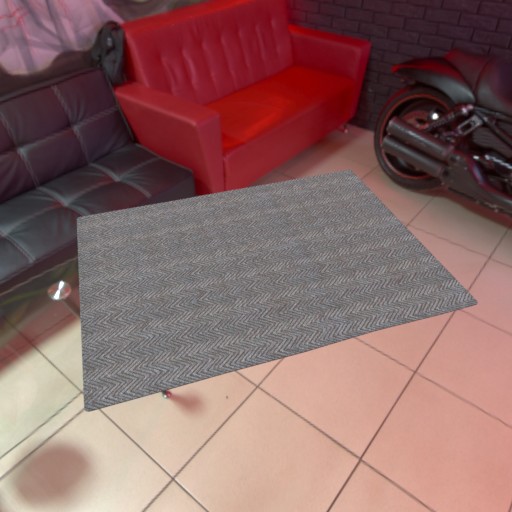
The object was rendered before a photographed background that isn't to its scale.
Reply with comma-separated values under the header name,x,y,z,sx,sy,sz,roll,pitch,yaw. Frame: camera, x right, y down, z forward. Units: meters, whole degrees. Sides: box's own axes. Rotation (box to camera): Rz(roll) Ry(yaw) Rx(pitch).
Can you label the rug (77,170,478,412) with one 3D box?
name,x,y,z,sx,sy,sz,roll,pitch,yaw
rug,0.000,0.000,5.193,3.957,0.011,2.894,-12,42,-14
